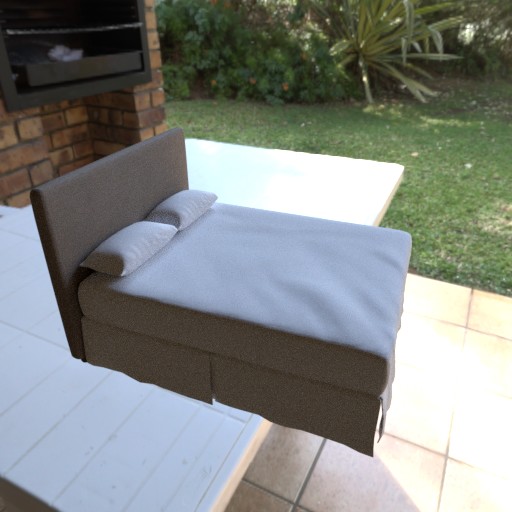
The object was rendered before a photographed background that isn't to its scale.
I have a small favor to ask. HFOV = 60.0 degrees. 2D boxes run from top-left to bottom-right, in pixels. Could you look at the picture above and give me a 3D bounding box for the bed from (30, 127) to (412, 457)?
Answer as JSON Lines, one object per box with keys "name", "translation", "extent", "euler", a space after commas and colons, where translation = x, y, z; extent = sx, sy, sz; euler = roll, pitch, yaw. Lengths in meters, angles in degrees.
{"name": "bed", "translation": [0.000, 0.000, 3.166], "extent": [2.142, 1.330, 1.723], "euler": [11, 31, 18]}
